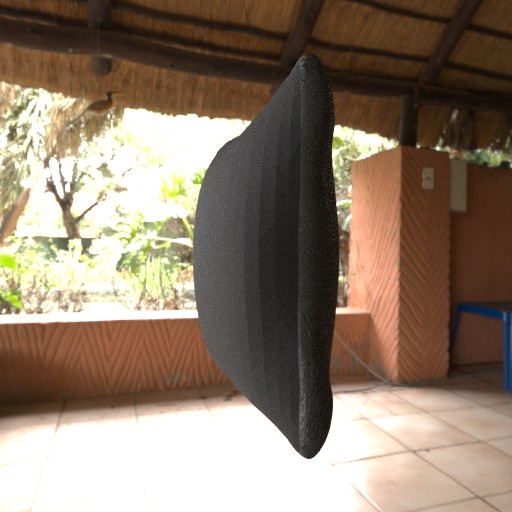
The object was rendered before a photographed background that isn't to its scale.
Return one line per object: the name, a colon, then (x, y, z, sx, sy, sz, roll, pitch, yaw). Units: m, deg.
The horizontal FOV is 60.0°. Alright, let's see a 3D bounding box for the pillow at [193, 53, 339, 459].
pillow: (0.000, 0.000, 0.804, 0.210, 0.523, 0.533, 0, 0, -18)
